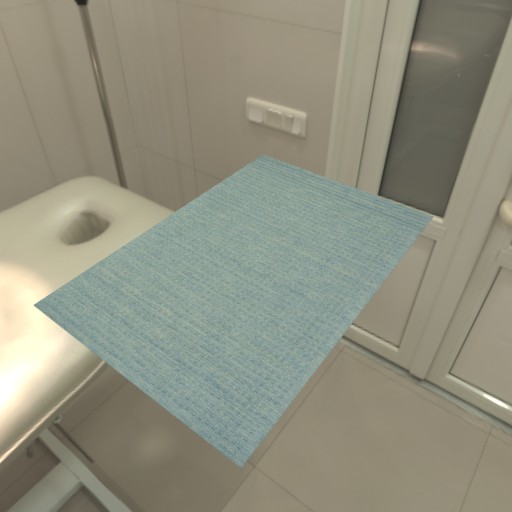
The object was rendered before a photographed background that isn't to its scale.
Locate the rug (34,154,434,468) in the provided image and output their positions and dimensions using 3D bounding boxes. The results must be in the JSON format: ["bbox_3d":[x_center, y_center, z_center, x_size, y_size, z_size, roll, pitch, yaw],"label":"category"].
[{"bbox_3d":[0.000,0.000,3.730,1.982,0.006,2.895,26,48,27],"label":"rug"}]
